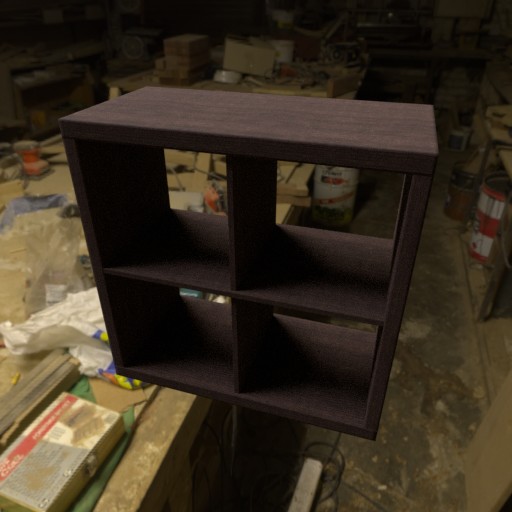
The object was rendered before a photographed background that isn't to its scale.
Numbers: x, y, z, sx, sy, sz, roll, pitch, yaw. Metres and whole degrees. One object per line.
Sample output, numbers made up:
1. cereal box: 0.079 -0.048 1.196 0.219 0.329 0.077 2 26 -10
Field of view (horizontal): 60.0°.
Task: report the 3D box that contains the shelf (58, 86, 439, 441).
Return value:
1. shelf: 0.000 0.000 1.236 0.790 0.786 0.390 9 33 15
